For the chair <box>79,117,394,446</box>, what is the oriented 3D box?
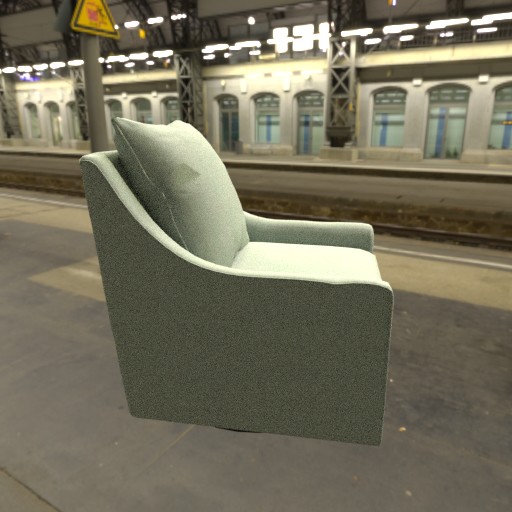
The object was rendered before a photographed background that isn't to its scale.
[{"bbox_3d":[0.000,0.000,1.563,0.870,0.926,0.760,3,16,10],"label":"chair"}]
